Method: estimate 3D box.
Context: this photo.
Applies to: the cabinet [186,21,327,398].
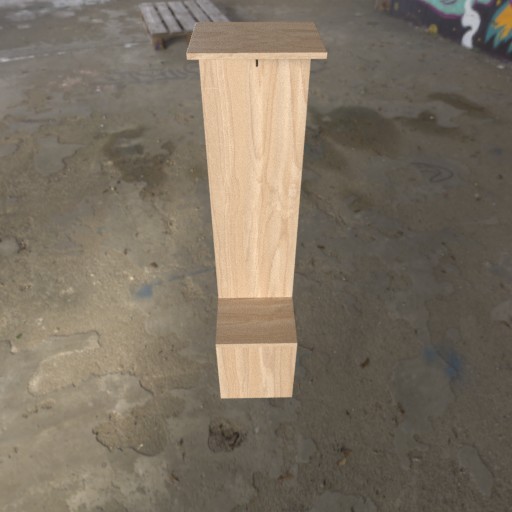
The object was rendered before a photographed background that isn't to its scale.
[{"bbox_3d":[0.000,0.000,2.039,0.411,1.879,0.338,-1,42,-1],"label":"cabinet"}]
